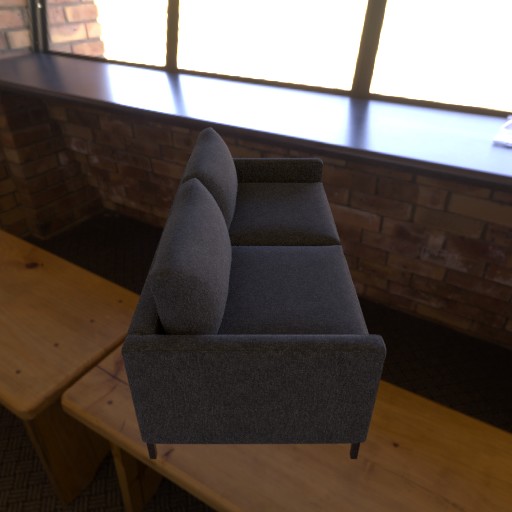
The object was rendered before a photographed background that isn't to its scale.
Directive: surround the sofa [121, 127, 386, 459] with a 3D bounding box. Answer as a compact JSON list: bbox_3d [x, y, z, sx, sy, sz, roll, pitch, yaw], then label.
[{"bbox_3d":[0.000,0.000,2.204,0.866,0.862,1.716,0,33,0],"label":"sofa"}]
